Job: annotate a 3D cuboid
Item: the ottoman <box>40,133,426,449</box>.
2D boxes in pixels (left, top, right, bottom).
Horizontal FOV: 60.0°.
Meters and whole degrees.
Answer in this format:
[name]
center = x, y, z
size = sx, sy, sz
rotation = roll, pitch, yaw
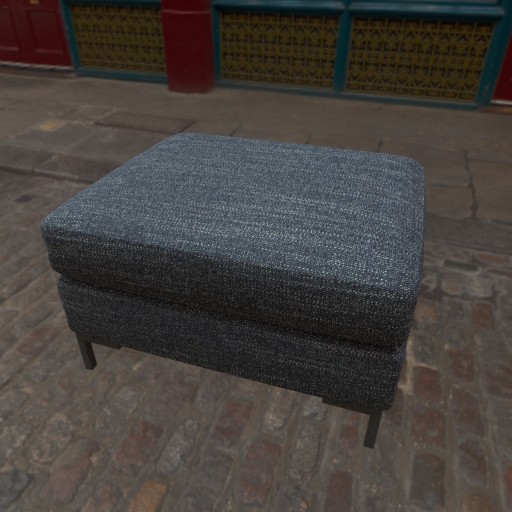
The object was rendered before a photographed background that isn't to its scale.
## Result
[ottoman]
center = 0.000, 0.000, 1.209
size = 0.814, 0.491, 0.667
rotation = 10, 34, 15
